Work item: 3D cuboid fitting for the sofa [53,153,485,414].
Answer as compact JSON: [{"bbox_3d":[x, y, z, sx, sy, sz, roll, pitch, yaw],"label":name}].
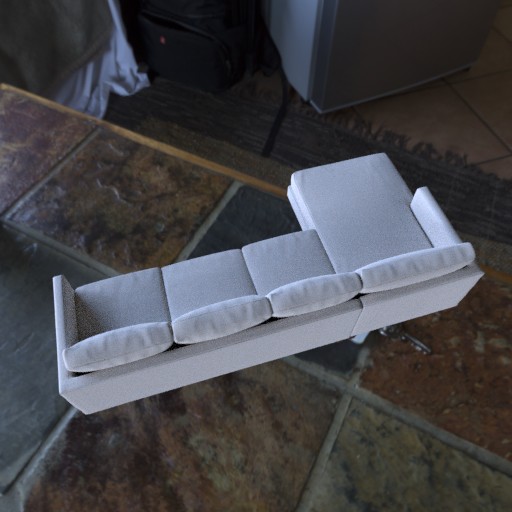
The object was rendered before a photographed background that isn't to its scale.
[{"bbox_3d":[0.000,0.000,3.750,3.186,0.861,1.625,-14,59,-9],"label":"sofa"}]
